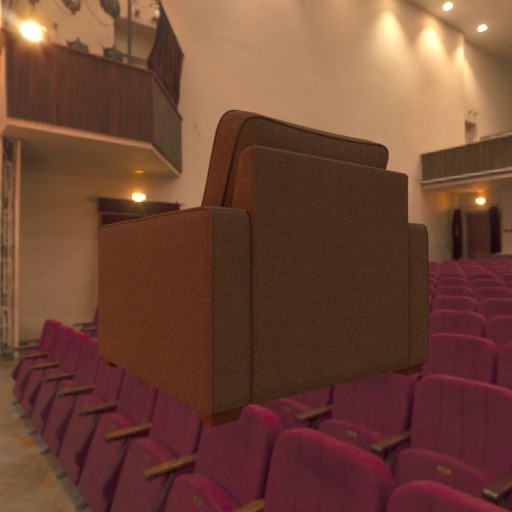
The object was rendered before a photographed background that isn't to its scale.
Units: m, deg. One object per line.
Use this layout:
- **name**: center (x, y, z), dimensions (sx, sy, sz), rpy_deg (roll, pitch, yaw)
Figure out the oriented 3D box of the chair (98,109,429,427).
- **chair**: center (0.000, 0.000, 1.797), dimensions (1.017, 0.919, 0.940), rpy_deg (0, 0, -37)
